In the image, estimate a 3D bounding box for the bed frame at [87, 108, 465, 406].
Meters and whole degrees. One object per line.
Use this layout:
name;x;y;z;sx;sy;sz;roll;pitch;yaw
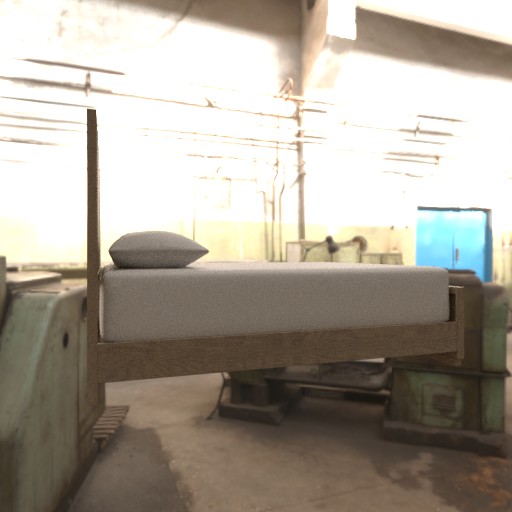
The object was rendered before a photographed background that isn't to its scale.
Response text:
bed frame;0.000;0.000;3.151;2.189;1.369;1.606;0;0;-19
